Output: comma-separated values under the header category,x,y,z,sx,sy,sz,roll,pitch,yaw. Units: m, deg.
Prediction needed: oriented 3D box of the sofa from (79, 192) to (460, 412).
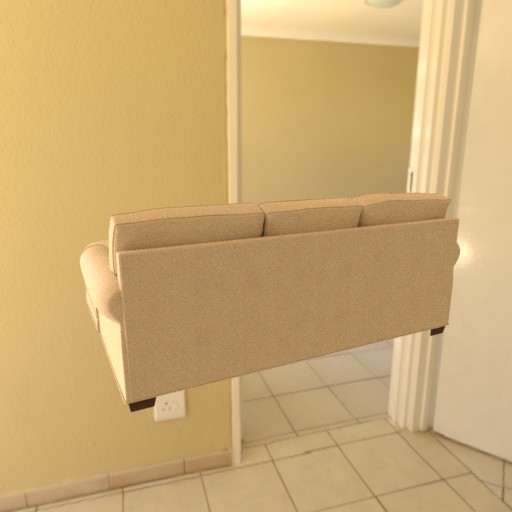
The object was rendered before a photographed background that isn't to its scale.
category,x,y,z,sx,sy,sz,roll,pitch,yaw
sofa,0.000,0.000,2.396,1.770,0.734,1.226,-7,16,-25
